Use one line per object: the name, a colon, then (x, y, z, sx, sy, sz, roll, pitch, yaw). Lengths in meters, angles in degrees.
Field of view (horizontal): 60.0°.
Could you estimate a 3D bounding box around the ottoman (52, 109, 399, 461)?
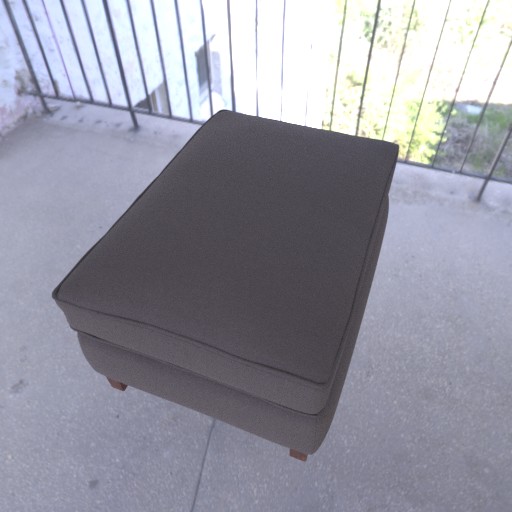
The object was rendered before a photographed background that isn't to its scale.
ottoman: (0.000, 0.000, 0.976, 0.508, 0.406, 0.686, 15, 48, 15)
